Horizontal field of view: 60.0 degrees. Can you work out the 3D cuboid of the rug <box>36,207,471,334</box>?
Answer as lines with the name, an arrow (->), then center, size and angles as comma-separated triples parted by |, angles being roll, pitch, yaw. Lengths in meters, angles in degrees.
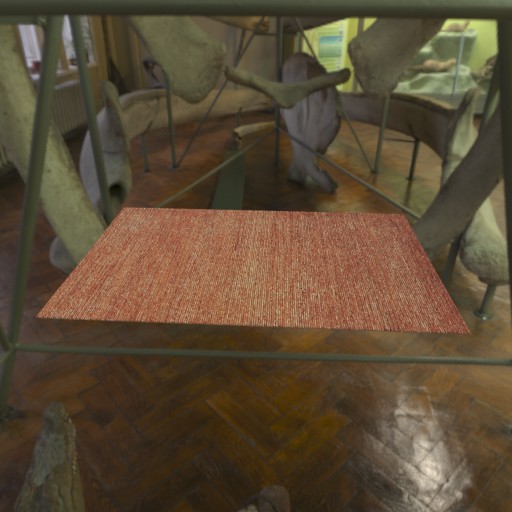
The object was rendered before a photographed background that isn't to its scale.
rug -> 0.000, 0.000, 2.265 | 1.747, 0.011, 1.139 | 2, 29, 3
